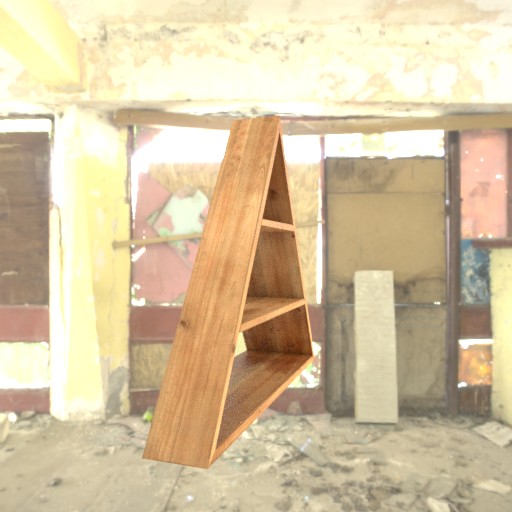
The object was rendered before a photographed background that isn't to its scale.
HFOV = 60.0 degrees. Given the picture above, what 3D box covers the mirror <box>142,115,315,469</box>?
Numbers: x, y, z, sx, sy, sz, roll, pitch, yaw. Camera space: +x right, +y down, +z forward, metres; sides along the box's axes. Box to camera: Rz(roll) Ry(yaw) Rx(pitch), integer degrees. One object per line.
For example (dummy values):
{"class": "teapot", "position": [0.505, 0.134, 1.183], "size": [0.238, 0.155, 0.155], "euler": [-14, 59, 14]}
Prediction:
{"class": "mirror", "position": [0.000, 0.000, 0.882], "size": [0.100, 0.548, 0.631], "euler": [0, 1, 20]}
